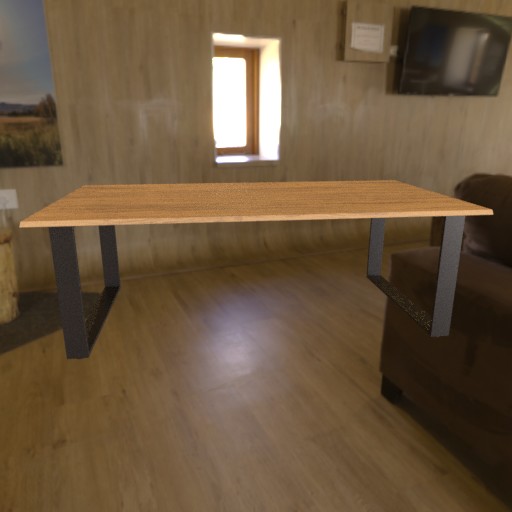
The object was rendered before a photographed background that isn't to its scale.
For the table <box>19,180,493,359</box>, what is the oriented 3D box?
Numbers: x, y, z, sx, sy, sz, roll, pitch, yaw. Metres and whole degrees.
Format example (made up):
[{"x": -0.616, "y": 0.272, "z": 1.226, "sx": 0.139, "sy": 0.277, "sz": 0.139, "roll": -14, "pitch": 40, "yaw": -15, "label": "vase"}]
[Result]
[{"x": 0.000, "y": 0.000, "z": 1.624, "sx": 1.331, "sy": 0.445, "sz": 0.693, "roll": -2, "pitch": 17, "yaw": -7, "label": "table"}]
